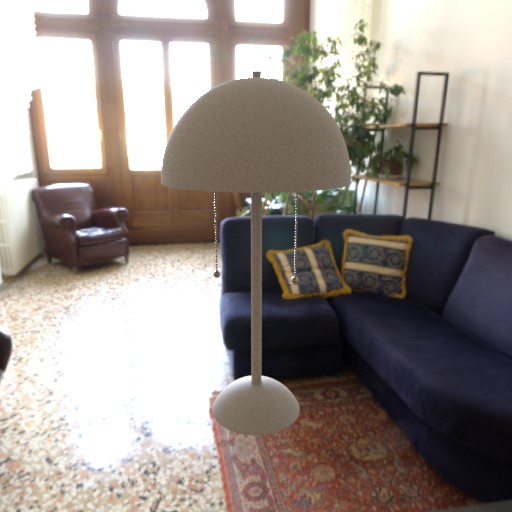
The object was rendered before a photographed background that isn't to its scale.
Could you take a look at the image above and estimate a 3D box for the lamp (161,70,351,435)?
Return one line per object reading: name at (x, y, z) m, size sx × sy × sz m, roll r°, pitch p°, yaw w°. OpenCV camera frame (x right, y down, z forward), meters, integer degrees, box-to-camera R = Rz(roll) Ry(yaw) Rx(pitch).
lamp at (0.000, 0.000, 0.425) m, size 0.171 × 0.330 × 0.171 m, roll 0°, pitch 15°, yaw 0°
